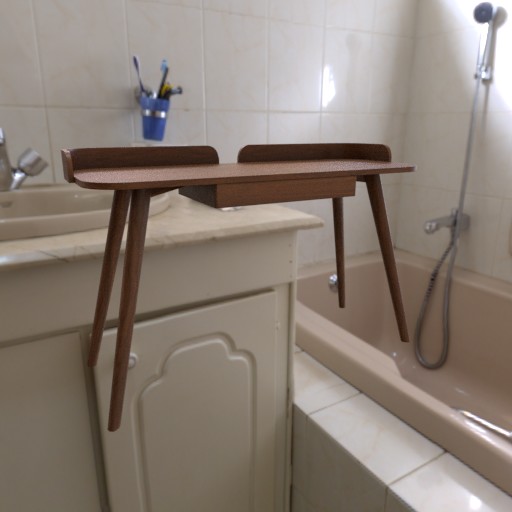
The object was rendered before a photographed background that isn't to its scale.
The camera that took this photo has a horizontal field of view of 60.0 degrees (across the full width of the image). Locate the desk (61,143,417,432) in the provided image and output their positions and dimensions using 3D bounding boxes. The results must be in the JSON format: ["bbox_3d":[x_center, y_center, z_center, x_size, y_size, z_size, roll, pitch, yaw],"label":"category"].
[{"bbox_3d":[0.000,0.000,1.679,1.256,0.800,0.486,-8,18,-27],"label":"desk"}]
